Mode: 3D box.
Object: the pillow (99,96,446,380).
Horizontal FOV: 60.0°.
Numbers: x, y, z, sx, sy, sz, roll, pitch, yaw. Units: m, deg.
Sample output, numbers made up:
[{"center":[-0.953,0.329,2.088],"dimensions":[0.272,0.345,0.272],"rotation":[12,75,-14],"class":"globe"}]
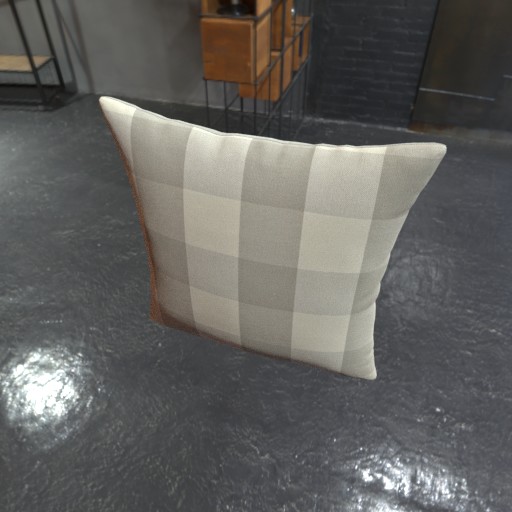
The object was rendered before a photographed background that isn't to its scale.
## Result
[{"center":[0.000,0.000,0.786],"dimensions":[0.511,0.509,0.161],"rotation":[12,42,14],"class":"pillow"}]
